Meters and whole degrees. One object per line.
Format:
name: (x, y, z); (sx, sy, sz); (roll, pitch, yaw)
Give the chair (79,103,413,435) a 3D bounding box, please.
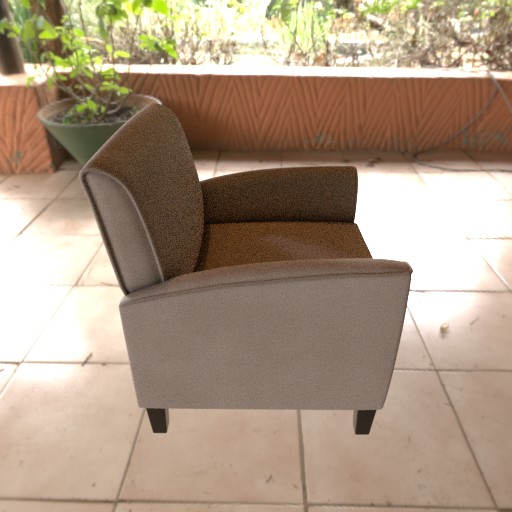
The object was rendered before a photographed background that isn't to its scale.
chair: (0.000, 0.000, 1.546); (0.820, 0.915, 0.820); (0, 30, 0)
